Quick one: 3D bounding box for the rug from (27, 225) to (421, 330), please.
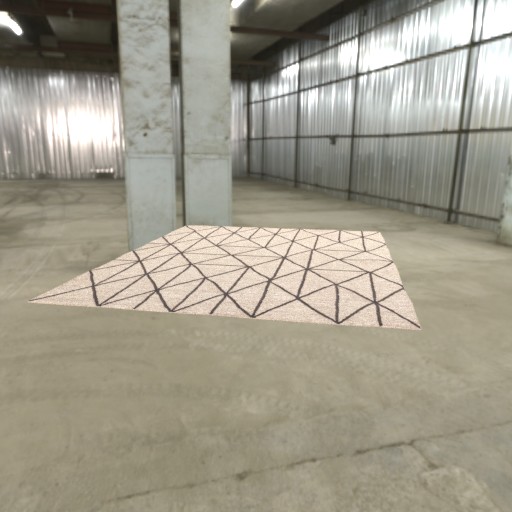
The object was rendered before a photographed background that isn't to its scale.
[{"bbox_3d":[0.000,0.000,4.105,2.468,0.022,3.061,3,14,11],"label":"rug"}]
